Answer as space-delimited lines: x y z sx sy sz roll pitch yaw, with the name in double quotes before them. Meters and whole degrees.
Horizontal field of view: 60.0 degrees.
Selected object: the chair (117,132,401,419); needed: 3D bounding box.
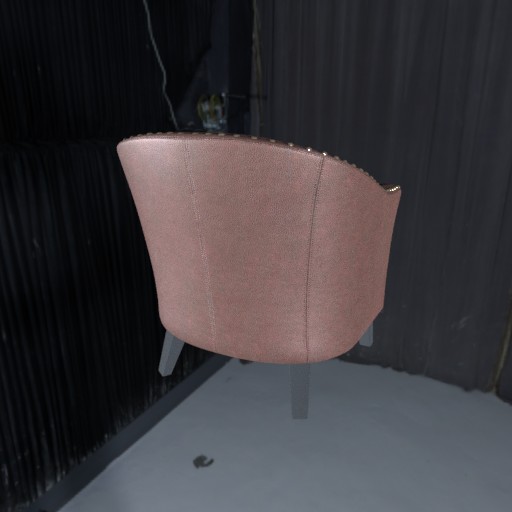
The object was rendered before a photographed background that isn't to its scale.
"chair" 0.000 0.000 1.489 0.794 0.823 0.748 9 20 26
